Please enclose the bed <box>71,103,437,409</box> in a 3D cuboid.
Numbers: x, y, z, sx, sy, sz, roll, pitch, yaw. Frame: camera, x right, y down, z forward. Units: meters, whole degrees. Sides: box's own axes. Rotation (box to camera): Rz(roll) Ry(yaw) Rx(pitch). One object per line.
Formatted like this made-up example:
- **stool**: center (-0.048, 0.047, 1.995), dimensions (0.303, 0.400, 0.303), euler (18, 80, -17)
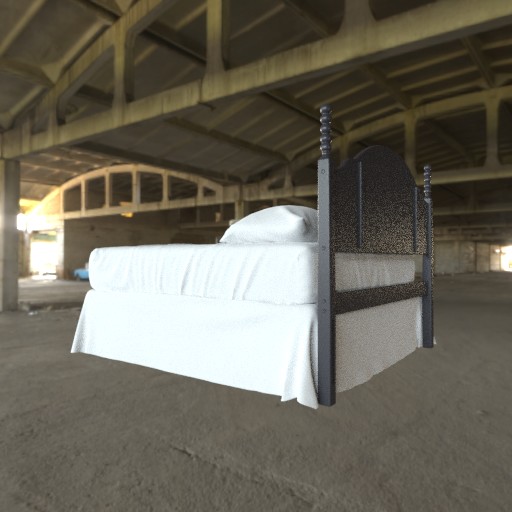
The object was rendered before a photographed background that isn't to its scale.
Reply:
- **bed**: center (0.000, 0.000, 3.217), dimensions (2.040, 1.356, 1.873), euler (0, -1, 37)
